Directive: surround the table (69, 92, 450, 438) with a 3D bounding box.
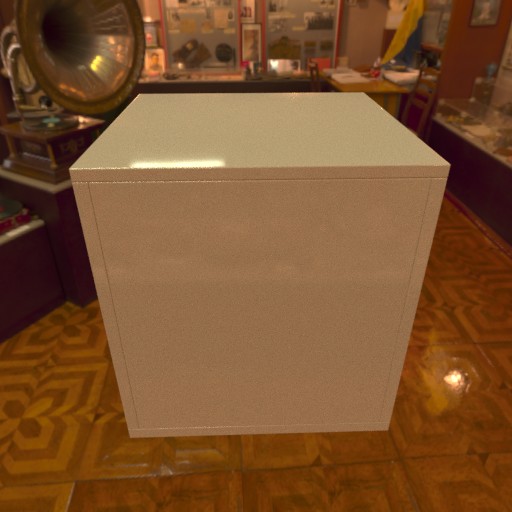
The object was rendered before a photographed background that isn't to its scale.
[{"bbox_3d":[0.000,0.000,0.779,0.420,0.470,0.400,-1,31,-2],"label":"table"}]
